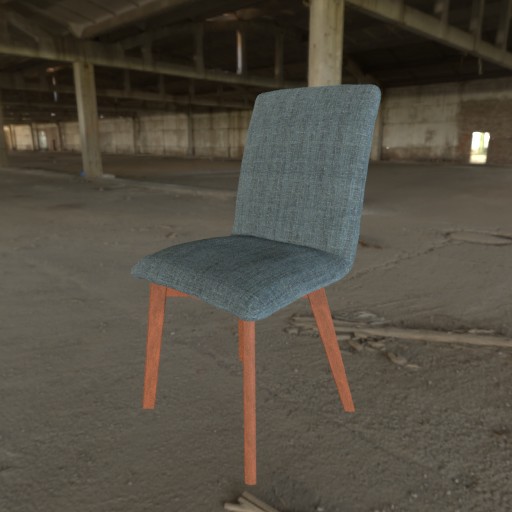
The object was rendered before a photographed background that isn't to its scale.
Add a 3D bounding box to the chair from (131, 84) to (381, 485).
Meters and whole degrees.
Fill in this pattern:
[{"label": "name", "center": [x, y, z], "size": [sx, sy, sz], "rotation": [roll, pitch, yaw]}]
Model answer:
[{"label": "chair", "center": [0.000, 0.000, 1.306], "size": [0.522, 0.974, 0.563], "rotation": [14, 20, 42]}]
